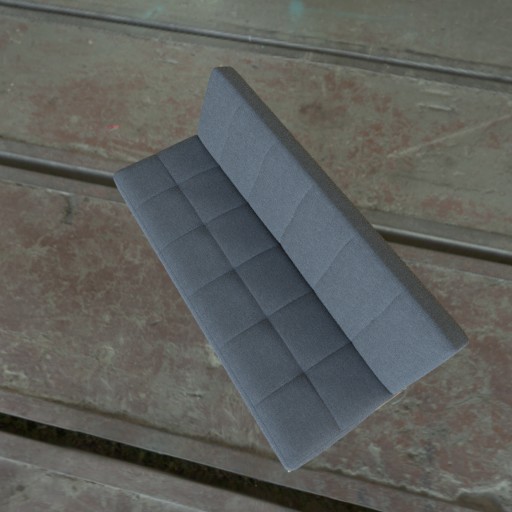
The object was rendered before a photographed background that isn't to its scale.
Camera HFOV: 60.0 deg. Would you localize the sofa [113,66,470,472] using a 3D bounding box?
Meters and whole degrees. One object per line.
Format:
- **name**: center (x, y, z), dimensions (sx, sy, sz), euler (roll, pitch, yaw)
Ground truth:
- **sofa**: center (0.000, 0.000, 2.226), dimensions (0.820, 0.770, 1.820), euler (-29, 66, -14)
